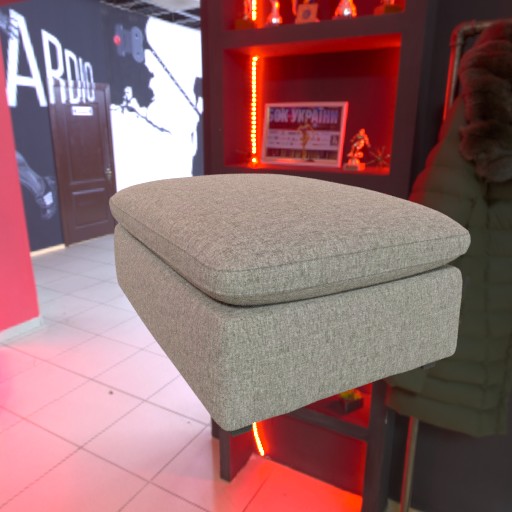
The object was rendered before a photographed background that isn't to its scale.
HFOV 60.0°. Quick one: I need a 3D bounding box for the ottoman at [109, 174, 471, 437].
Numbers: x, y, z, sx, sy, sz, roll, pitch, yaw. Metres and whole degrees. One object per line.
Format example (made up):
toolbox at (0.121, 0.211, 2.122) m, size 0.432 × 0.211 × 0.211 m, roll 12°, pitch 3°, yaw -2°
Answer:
ottoman at (0.000, 0.000, 1.324) m, size 0.694 × 0.451 × 0.977 m, roll -9°, pitch 18°, yaw -27°
